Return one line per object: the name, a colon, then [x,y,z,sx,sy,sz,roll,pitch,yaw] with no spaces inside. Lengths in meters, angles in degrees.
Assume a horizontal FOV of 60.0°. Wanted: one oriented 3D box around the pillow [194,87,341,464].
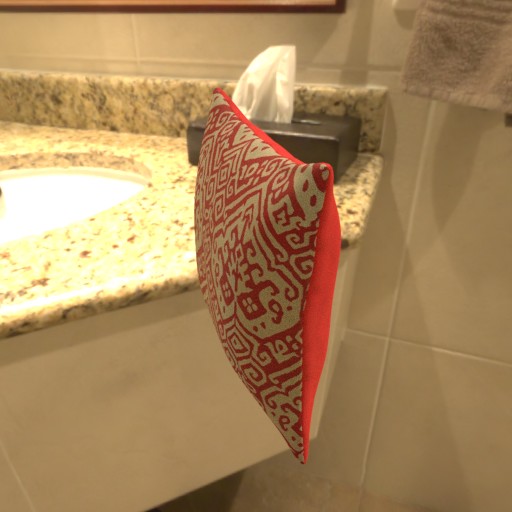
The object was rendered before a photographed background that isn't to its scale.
pillow: [0.000,0.000,0.807,0.192,0.507,0.522,-9,31,-15]
